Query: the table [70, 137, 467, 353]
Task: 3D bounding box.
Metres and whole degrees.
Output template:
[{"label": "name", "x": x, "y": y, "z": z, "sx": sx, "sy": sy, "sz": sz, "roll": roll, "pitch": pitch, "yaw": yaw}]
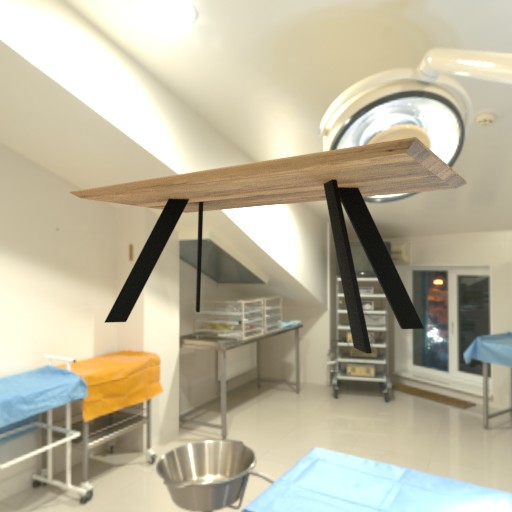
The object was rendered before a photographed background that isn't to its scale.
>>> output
[{"label": "table", "x": 0.000, "y": 0.000, "z": 2.471, "sx": 2.000, "sy": 0.770, "sz": 1.000, "roll": -1, "pitch": -1, "yaw": 35}]
